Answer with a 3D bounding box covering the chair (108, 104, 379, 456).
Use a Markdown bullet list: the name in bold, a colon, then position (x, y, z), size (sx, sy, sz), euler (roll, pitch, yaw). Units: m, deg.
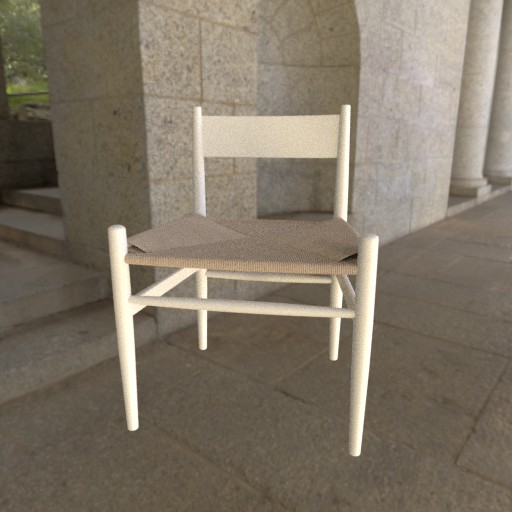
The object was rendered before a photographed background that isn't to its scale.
- **chair**: position (0.000, 0.000, 1.138), size (0.556, 0.762, 0.495), euler (3, 15, 9)
